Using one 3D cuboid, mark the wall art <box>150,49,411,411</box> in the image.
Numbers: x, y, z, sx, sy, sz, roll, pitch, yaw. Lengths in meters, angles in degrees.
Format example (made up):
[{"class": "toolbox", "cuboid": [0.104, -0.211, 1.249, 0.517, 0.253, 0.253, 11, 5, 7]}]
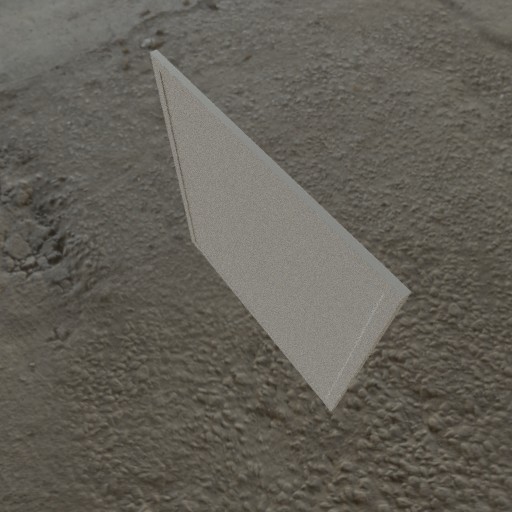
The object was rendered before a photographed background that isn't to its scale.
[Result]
[{"class": "wall art", "cuboid": [0.000, 0.000, 1.002, 0.015, 0.660, 0.660, -33, 64, -18]}]
